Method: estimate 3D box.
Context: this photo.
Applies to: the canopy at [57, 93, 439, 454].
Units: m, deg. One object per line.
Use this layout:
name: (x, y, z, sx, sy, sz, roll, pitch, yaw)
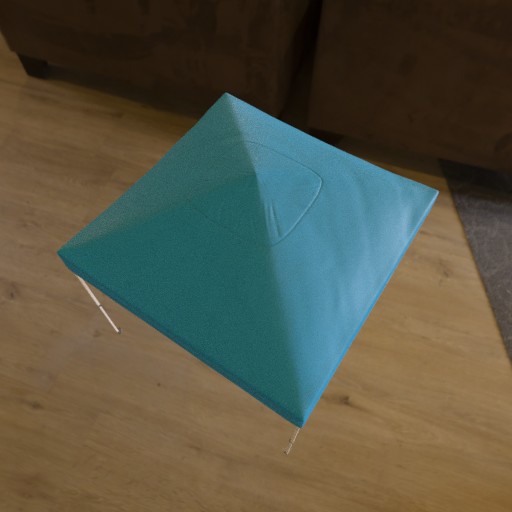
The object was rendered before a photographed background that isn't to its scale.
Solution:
canopy: (0.000, 0.000, 5.413, 2.998, 2.997, 2.996, 30, 64, 17)
